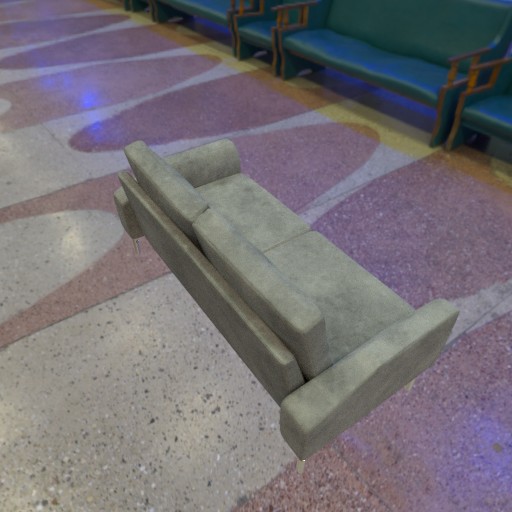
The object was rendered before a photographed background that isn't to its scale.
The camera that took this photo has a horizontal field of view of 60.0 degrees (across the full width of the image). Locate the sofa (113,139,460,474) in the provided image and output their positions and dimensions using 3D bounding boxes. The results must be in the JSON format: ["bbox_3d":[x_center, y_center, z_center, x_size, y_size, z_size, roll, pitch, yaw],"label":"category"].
[{"bbox_3d":[0.000,0.000,2.338,0.849,0.859,1.837,-25,48,-25],"label":"sofa"}]
